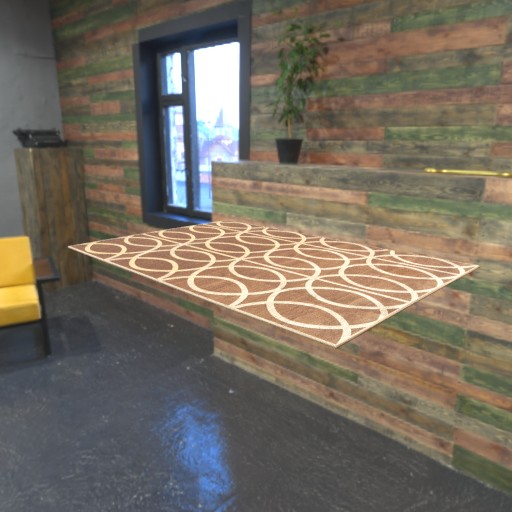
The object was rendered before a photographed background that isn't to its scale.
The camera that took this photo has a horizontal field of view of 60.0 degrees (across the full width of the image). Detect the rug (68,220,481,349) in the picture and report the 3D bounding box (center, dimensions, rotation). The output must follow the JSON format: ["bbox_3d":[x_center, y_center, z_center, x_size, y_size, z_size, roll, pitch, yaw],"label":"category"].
[{"bbox_3d":[0.000,0.000,2.914,2.294,0.014,1.528,14,20,42],"label":"rug"}]
